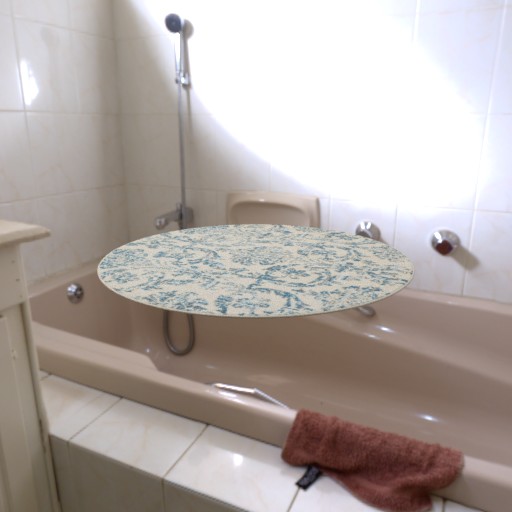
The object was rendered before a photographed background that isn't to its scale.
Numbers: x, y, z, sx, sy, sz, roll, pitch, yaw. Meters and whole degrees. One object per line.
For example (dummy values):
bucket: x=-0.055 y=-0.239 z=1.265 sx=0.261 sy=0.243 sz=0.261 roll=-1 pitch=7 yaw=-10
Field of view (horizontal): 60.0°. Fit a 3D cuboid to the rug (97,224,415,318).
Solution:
rug: x=0.000 y=0.000 z=2.351 sx=1.593 sy=0.012 sz=1.593 roll=0 pitch=16 yaw=0
